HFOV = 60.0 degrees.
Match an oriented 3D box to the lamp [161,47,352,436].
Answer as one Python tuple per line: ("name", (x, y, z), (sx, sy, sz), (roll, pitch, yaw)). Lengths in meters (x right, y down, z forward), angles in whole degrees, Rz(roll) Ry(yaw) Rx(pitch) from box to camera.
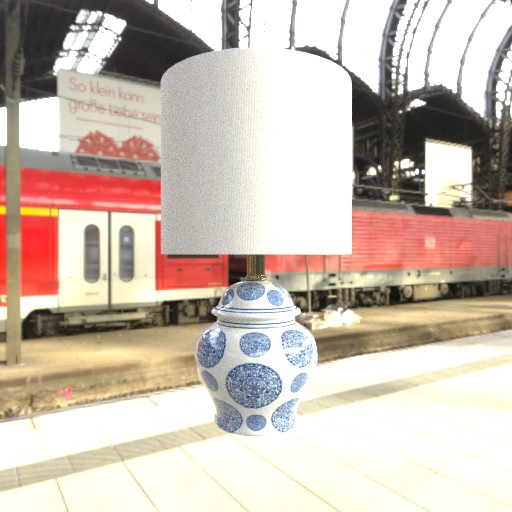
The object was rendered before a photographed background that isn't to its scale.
("lamp", (0.000, 0.000, 0.511), (0.215, 0.381, 0.215), (0, 0, -34))
